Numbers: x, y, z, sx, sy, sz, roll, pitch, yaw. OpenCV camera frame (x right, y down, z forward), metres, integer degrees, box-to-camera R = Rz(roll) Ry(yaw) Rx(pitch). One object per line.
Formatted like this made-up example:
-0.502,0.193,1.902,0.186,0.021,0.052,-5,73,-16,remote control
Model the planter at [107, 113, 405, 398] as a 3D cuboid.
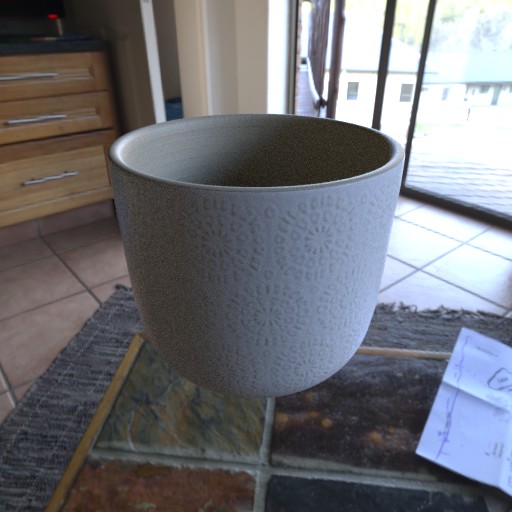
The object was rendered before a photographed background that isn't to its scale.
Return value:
0.000,0.000,0.366,0.208,0.190,0.208,0,28,0,planter
